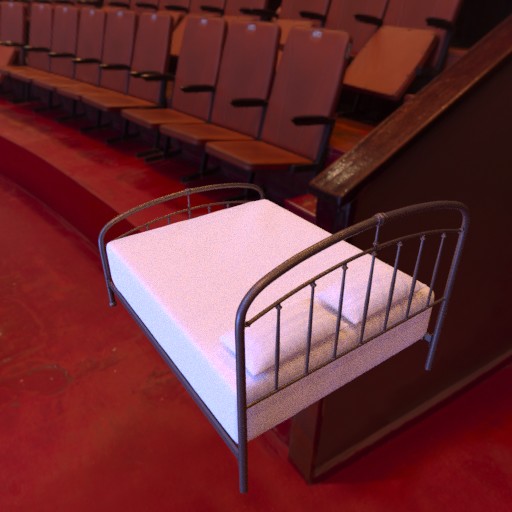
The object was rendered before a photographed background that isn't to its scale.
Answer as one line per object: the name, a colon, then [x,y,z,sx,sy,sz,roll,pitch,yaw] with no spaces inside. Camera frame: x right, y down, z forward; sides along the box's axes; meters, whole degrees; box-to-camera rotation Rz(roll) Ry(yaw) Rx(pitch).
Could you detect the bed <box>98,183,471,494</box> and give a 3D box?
bed: [0.000,0.000,3.265,1.711,1.475,2.168,-19,35,-30]
